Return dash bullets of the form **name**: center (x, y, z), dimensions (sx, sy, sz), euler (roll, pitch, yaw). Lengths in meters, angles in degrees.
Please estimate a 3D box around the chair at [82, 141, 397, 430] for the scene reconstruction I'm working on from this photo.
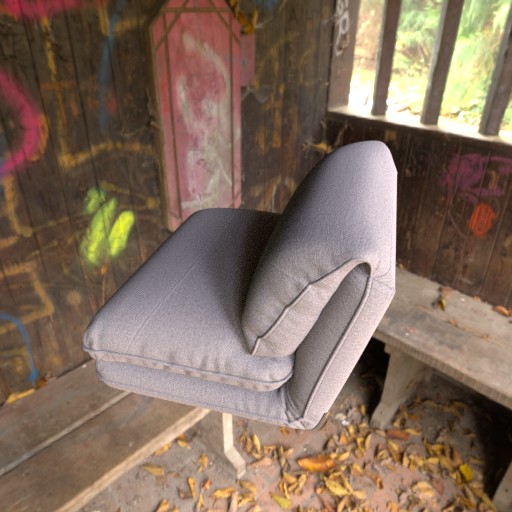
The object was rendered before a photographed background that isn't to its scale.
- **chair**: center (0.000, 0.000, 1.366), dimensions (0.780, 0.580, 0.820), euler (8, 31, 14)
